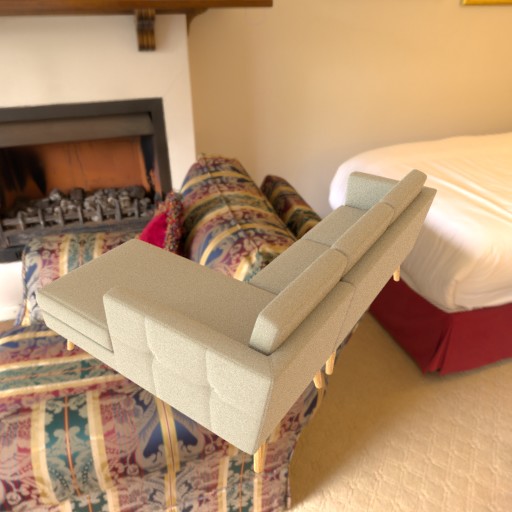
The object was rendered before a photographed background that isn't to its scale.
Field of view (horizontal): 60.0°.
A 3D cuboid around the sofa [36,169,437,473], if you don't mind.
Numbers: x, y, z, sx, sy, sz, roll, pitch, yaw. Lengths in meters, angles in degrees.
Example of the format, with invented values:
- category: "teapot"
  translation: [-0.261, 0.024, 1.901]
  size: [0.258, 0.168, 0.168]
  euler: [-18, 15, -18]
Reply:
- category: "sofa"
  translation: [0.000, 0.000, 2.738]
  size: [1.530, 0.860, 2.040]
  euler: [20, 37, 29]
